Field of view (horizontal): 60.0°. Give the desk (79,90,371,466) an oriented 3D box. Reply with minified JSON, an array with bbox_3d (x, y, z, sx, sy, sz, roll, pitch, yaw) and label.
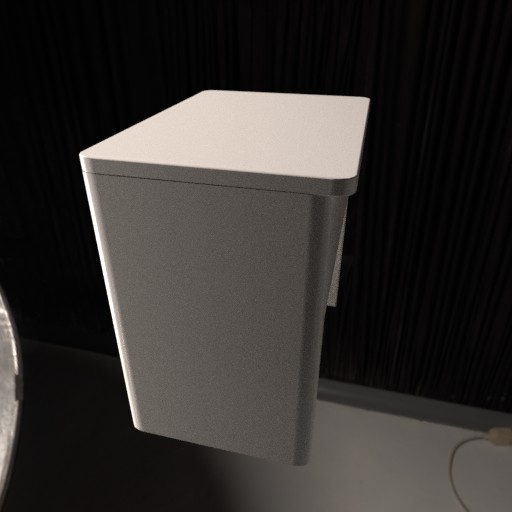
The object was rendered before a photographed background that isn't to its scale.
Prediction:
[{"bbox_3d":[0.000,0.000,1.328,0.549,0.800,0.762,7,31,12],"label":"desk"}]
